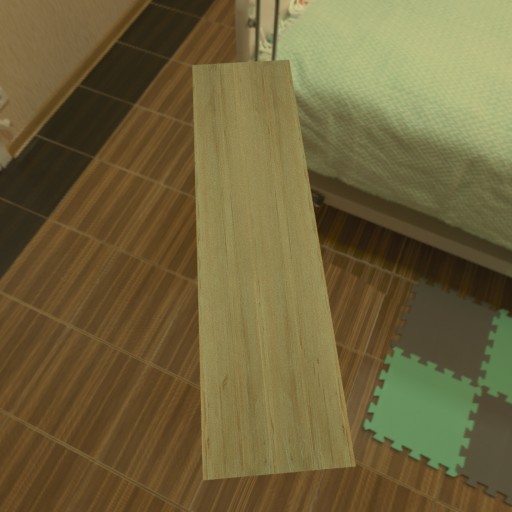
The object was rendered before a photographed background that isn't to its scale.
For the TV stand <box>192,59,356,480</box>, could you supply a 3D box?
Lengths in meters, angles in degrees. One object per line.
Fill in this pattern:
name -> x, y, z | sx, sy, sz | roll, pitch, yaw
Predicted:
TV stand -> 0.000, 0.000, 1.810 | 0.420, 0.550, 1.600 | -4, 64, -2
